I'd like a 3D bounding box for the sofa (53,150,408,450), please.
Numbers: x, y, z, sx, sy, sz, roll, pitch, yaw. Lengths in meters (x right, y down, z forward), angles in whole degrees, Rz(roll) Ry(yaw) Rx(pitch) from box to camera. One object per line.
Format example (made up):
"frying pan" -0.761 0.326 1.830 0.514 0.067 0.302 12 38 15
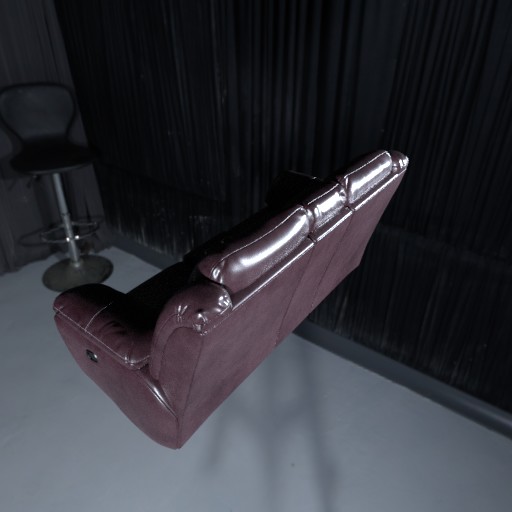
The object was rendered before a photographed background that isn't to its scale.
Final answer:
"sofa" 0.000 0.000 2.578 0.991 1.043 2.058 21 38 30
